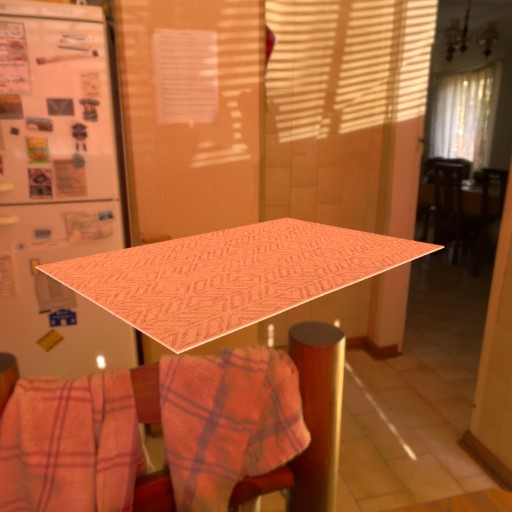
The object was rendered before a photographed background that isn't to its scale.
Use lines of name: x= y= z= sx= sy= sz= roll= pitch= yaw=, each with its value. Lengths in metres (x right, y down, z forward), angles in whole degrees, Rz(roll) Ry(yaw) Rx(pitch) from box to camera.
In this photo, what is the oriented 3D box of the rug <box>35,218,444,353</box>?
rug: x=0.000 y=0.000 z=2.357 sx=1.828 sy=0.007 sz=1.220 roll=-15 pitch=21 yaw=-42
